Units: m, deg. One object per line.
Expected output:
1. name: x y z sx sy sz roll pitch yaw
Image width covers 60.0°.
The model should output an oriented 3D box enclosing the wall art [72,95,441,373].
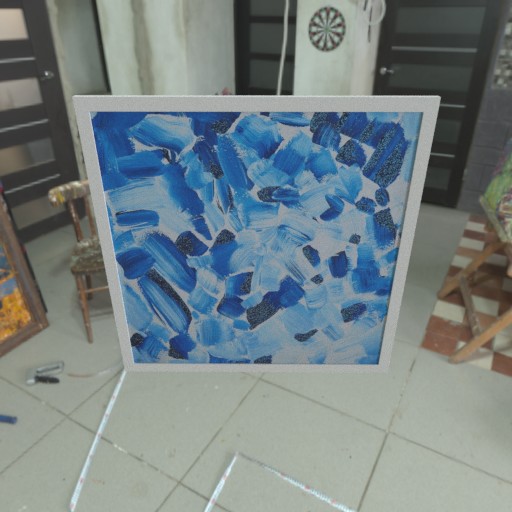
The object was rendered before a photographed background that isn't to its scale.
1. wall art: 0.000 0.000 0.961 0.660 0.660 0.015 0 29 0
